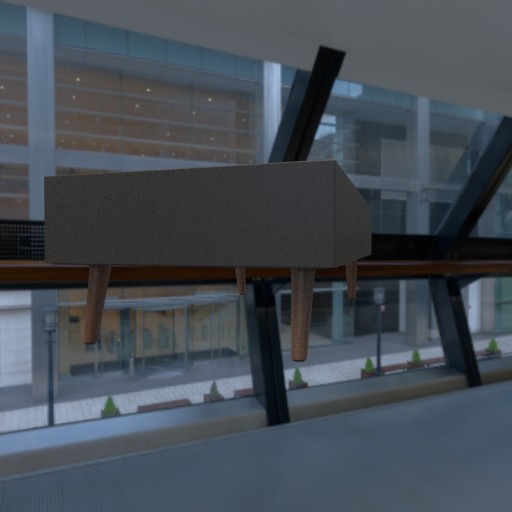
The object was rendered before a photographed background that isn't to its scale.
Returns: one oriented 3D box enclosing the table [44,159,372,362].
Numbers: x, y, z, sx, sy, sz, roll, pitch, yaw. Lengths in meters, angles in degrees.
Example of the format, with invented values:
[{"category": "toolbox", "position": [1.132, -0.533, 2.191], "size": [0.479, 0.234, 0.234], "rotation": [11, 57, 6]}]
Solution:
[{"category": "table", "position": [0.000, 0.000, 1.528], "size": [0.703, 0.404, 1.201], "rotation": [0, 2, 18]}]
